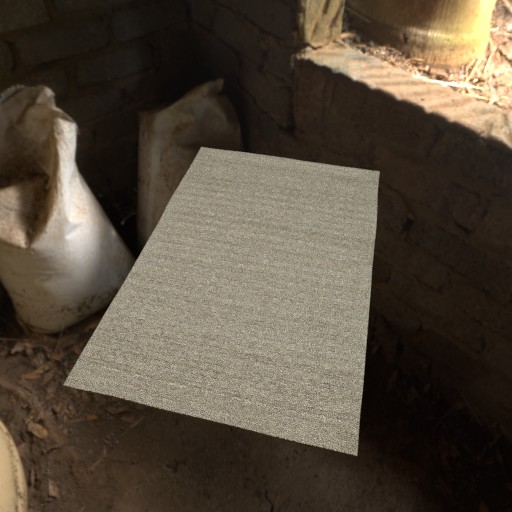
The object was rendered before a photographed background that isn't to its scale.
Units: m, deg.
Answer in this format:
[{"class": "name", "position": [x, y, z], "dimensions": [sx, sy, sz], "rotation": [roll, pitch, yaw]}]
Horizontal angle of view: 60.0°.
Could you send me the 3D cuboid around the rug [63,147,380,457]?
[{"class": "rug", "position": [0.000, 0.000, 2.964], "dimensions": [1.532, 0.018, 2.297], "rotation": [10, 48, 9]}]
